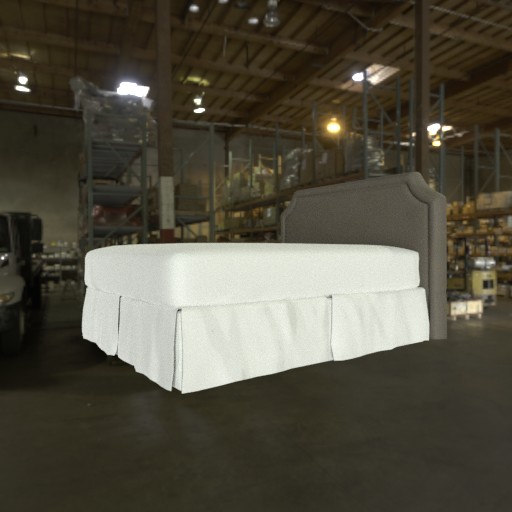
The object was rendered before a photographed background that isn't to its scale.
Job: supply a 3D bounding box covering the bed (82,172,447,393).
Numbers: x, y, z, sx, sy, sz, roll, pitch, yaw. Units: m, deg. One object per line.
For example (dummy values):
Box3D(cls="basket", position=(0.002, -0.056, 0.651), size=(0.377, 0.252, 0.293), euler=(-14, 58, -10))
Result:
Box3D(cls="bed", position=(0.000, 0.000, 3.351), size=(2.181, 1.297, 1.831), euler=(-1, 1, -36))
